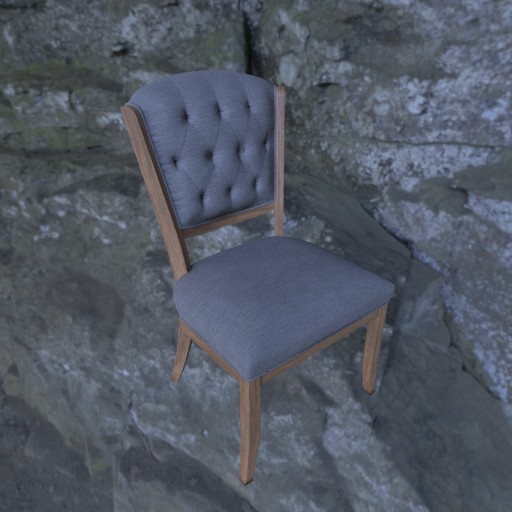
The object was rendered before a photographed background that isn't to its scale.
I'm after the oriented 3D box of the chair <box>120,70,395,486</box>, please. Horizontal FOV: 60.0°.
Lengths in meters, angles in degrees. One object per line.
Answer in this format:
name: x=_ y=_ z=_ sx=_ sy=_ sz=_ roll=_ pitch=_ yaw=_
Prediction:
chair: x=0.000 y=0.000 z=1.227 sx=0.513 sy=0.905 sz=0.584 roll=-21 pitch=35 yaw=-33
